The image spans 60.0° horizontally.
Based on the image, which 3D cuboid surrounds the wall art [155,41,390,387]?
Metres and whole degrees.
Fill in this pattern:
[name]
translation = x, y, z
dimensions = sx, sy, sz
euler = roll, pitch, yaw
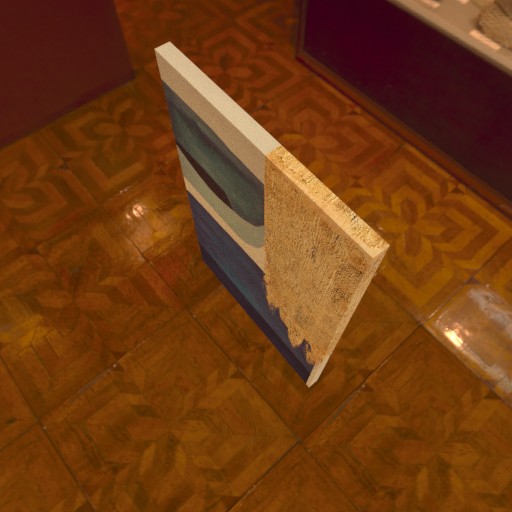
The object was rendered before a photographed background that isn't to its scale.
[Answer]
[wall art]
translation = 0.000, 0.000, 1.182
dimensions = 0.039, 0.911, 0.607
euler = -35, 67, -17
